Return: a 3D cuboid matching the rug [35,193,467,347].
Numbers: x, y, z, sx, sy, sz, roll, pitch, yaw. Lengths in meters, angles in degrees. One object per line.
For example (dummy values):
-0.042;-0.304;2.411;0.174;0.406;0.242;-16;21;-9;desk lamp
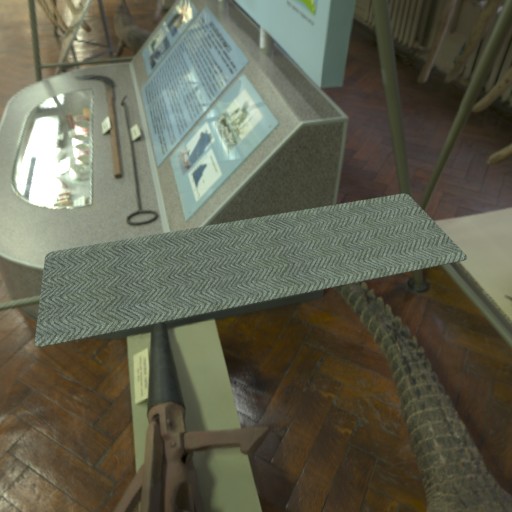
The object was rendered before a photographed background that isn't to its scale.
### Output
0.000;0.000;2.496;2.286;0.008;0.686;-10;42;-12;rug
